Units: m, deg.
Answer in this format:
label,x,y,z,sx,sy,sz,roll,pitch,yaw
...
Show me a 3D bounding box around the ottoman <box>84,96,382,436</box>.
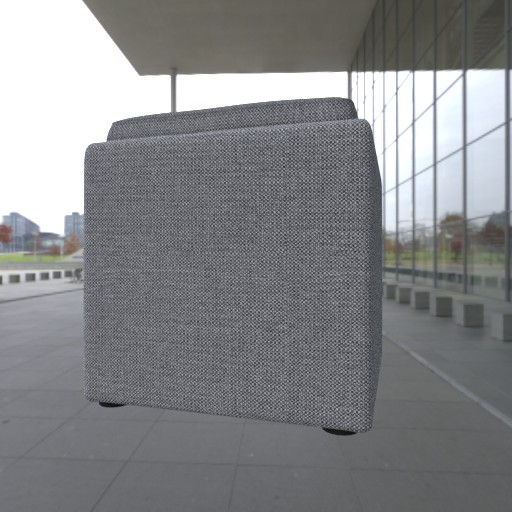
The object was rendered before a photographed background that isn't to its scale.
label,x,y,z,sx,sy,sz,roll,pitch,yaw
ottoman,0.000,0.000,0.850,0.454,0.487,0.436,0,0,18
